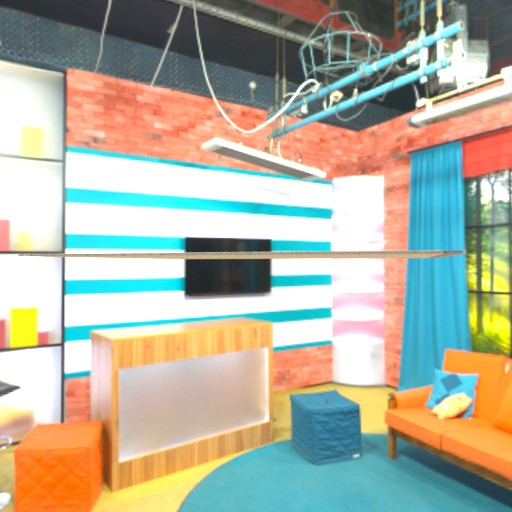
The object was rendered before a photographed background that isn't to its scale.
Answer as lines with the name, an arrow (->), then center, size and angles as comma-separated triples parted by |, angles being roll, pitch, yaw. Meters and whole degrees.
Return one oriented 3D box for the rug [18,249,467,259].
rug -> 0.000, 0.000, 2.215 | 1.771, 0.015, 1.223 | 0, -1, 19
